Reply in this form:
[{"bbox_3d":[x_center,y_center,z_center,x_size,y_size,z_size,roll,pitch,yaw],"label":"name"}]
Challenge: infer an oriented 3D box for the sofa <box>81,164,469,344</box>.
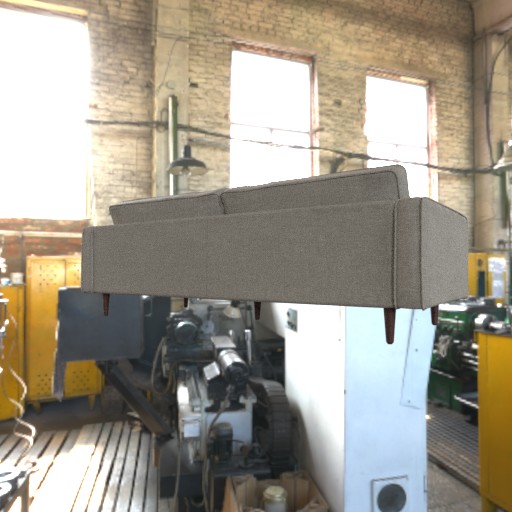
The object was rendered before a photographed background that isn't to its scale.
[{"bbox_3d":[0.000,0.000,2.650,2.211,0.762,0.914,-1,-2,35],"label":"sofa"}]
